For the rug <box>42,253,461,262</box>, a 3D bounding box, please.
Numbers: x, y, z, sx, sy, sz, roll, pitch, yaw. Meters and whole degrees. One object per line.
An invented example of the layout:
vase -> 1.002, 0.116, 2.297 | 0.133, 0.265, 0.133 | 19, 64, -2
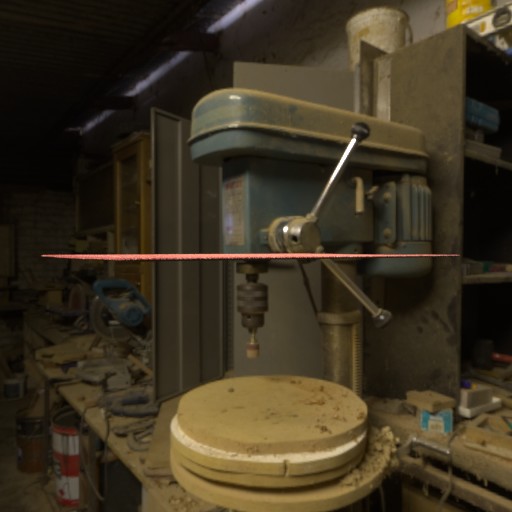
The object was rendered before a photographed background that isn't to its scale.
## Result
rug -> 0.000, 0.000, 2.200 | 1.747, 0.011, 1.139 | -1, 1, -36
